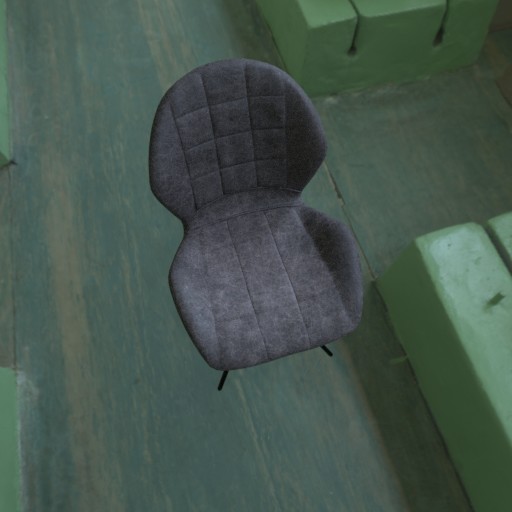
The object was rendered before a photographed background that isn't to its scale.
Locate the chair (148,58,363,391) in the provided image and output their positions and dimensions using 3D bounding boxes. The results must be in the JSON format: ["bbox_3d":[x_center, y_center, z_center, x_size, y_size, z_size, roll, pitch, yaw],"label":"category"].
[{"bbox_3d":[0.000,0.000,1.346,0.527,0.934,0.640,-15,64,-7],"label":"chair"}]
